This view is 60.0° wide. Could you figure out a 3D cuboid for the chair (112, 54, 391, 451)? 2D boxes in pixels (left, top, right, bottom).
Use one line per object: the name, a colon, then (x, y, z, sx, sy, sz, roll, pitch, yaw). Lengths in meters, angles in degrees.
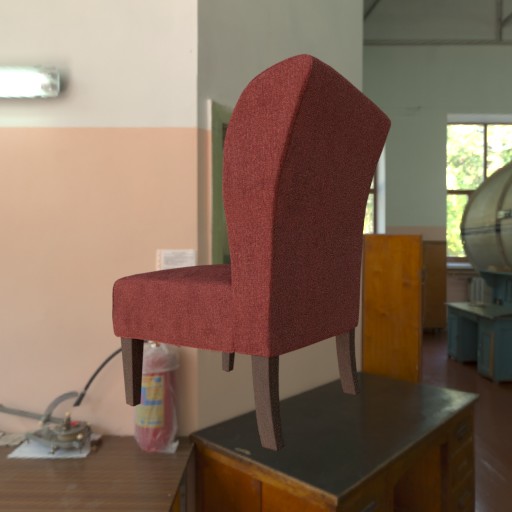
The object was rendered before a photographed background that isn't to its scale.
chair: (0.000, 0.000, 1.281, 0.640, 0.846, 0.538, 0, 1, 35)
